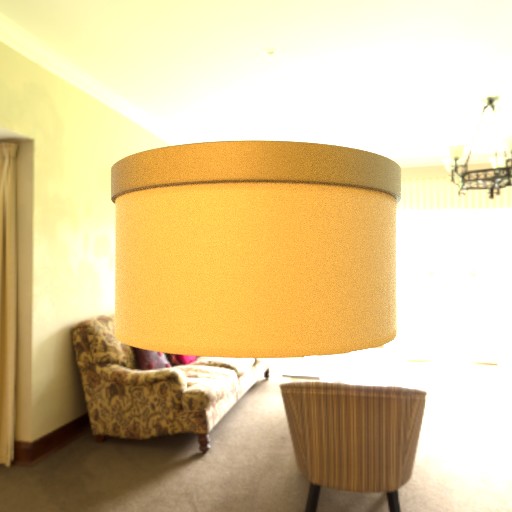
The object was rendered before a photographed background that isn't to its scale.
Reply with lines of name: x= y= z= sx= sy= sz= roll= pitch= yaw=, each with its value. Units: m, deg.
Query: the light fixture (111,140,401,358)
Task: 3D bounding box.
light fixture: x=0.000 y=0.000 z=0.630 sx=0.393 sy=0.229 sz=0.393 roll=0 pitch=-1 yaw=0
